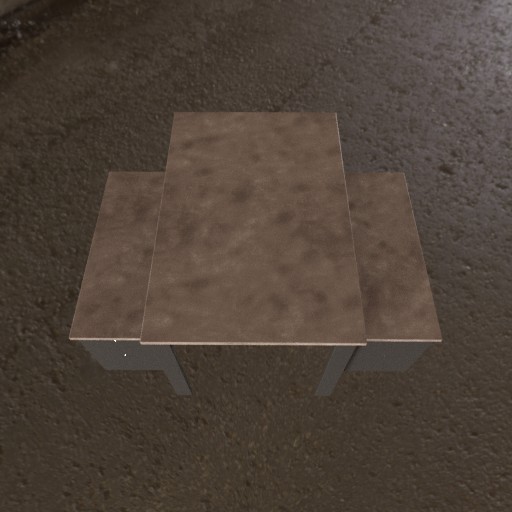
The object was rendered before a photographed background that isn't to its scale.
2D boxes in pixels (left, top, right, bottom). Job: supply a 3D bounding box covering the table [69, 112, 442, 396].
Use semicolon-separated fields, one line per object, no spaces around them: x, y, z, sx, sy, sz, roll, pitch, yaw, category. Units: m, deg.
0.000;0.000;2.012;1.443;0.700;1.100;0;58;0;table
